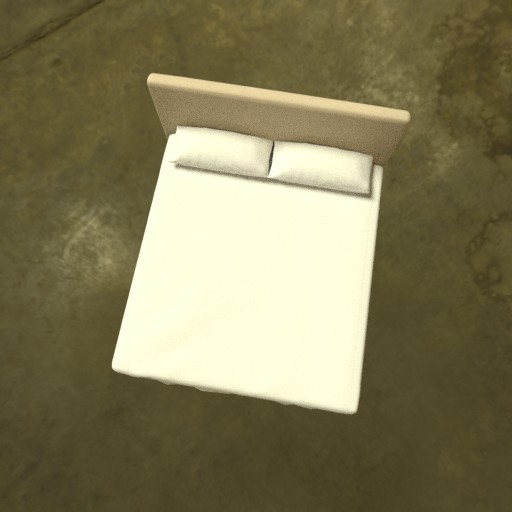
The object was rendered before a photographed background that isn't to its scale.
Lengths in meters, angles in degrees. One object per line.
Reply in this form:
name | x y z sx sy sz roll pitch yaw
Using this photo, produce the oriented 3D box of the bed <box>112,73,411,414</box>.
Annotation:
bed | 0.000 0.000 3.701 2.119 1.317 2.319 9 75 3
